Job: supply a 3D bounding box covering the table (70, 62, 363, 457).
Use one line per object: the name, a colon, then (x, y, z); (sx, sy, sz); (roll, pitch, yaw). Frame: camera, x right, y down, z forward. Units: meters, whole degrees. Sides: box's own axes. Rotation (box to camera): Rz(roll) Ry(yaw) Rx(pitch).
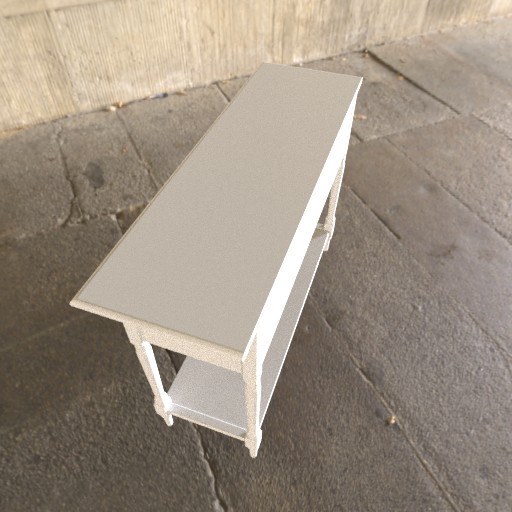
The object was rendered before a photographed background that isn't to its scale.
table: (0.000, 0.000, 1.539); (0.384, 0.808, 1.197); (15, 49, 13)
